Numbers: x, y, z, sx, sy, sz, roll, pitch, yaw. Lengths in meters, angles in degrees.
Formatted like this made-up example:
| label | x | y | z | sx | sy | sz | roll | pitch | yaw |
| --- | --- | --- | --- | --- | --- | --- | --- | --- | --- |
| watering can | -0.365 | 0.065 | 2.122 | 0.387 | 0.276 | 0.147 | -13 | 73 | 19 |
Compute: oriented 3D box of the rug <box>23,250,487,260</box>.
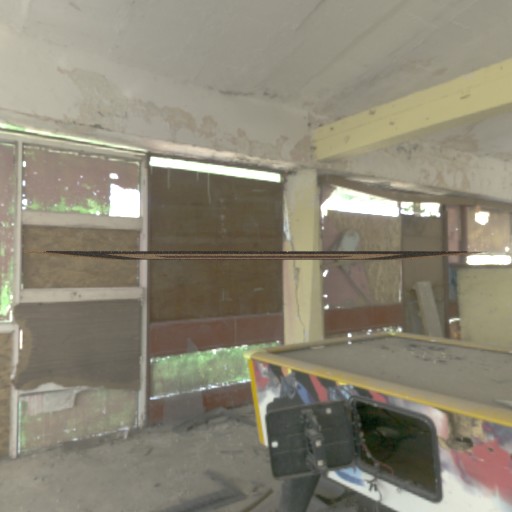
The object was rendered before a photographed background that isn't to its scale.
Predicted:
| label | x | y | z | sx | sy | sz | roll | pitch | yaw |
| --- | --- | --- | --- | --- | --- | --- | --- | --- | --- |
| rug | 0.000 | 0.000 | 1.904 | 1.541 | 0.013 | 0.920 | 0 | -2 | -1 |
